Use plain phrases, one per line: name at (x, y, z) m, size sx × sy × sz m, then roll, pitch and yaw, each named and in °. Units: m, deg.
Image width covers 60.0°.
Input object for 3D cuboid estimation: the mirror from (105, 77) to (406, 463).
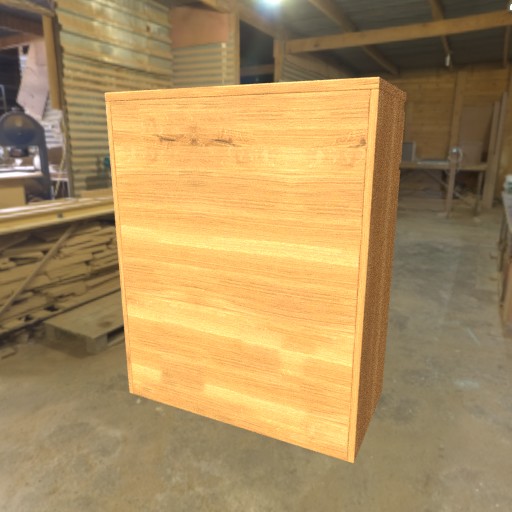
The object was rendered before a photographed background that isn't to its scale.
mirror at (0.000, 0.000, 1.441) m, size 0.800 × 1.000 × 0.400 m, roll 7°, pitch 17°, yaw 25°
